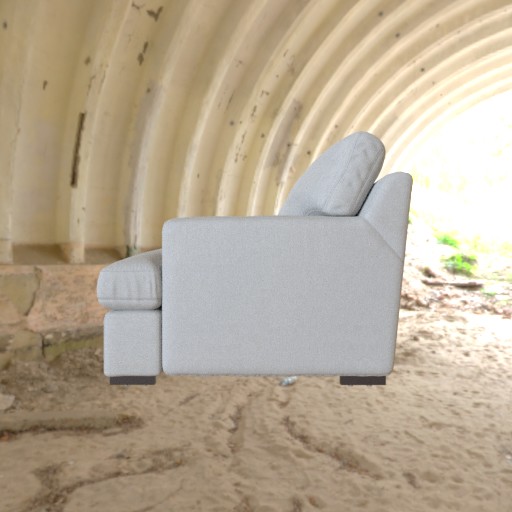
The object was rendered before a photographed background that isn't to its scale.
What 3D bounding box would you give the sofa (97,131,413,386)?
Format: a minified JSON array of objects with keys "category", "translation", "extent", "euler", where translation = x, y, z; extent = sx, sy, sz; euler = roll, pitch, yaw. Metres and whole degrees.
[{"category":"sofa","translation":[0.000,0.000,2.473],"extent":[1.143,0.940,1.880],"euler":[0,0,0]}]
